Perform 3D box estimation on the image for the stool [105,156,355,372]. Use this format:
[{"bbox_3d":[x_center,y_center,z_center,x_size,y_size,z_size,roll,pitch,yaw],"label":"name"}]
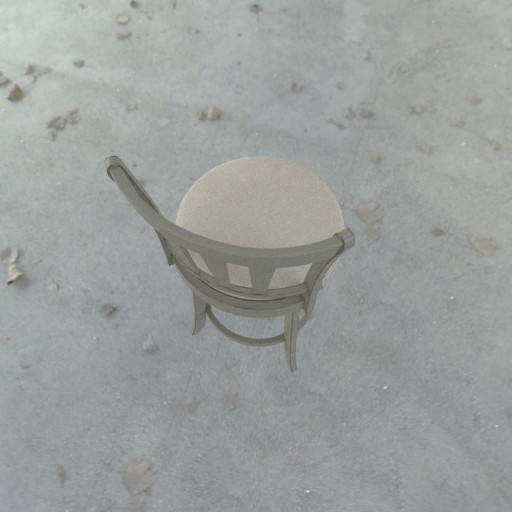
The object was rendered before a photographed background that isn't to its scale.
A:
[{"bbox_3d":[0.000,0.000,1.234,0.450,0.994,0.486,18,64,9],"label":"stool"}]
